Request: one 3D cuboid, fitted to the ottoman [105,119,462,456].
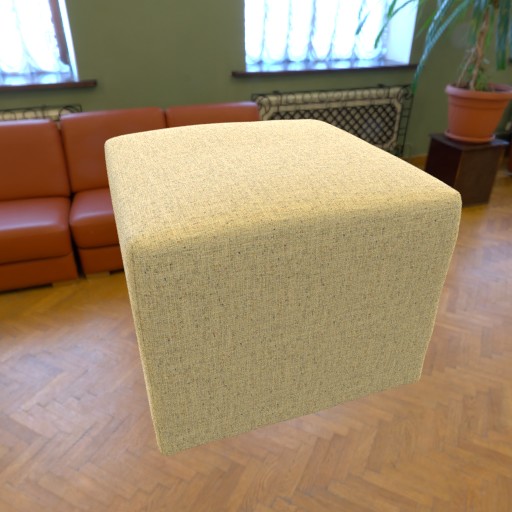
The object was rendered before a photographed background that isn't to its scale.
[{"bbox_3d":[0.000,0.000,0.898,0.512,0.453,0.521,-10,32,-17],"label":"ottoman"}]
